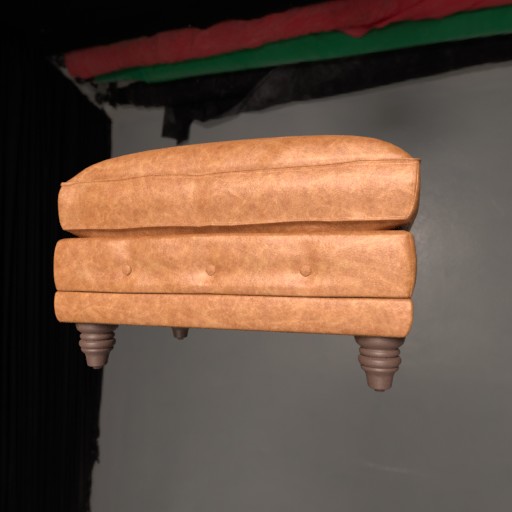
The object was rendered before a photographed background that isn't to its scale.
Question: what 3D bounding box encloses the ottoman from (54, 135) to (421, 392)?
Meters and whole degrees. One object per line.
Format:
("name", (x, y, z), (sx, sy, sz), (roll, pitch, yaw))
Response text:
("ottoman", (0.000, 0.000, 1.045), (0.710, 0.480, 0.533), (0, -1, 17))
